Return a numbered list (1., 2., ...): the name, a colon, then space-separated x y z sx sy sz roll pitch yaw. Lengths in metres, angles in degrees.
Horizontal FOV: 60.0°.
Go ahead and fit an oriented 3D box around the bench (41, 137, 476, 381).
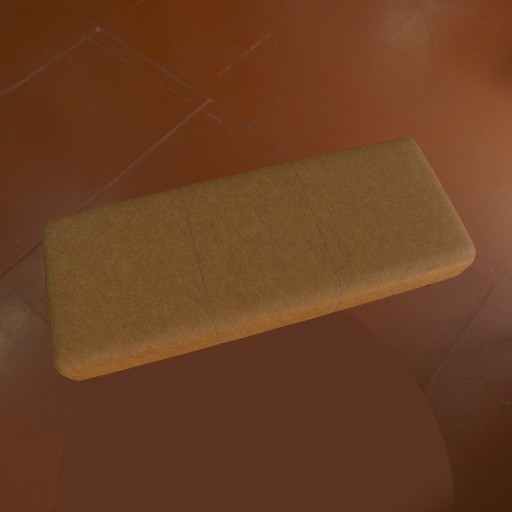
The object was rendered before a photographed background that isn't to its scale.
1. bench: 0.000 0.000 1.862 1.610 0.399 0.653 -14 65 -7
